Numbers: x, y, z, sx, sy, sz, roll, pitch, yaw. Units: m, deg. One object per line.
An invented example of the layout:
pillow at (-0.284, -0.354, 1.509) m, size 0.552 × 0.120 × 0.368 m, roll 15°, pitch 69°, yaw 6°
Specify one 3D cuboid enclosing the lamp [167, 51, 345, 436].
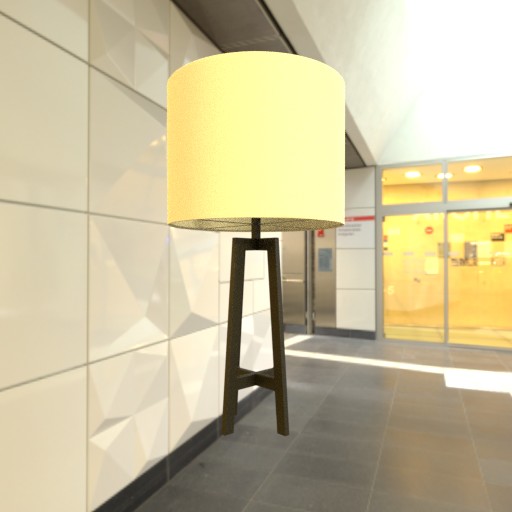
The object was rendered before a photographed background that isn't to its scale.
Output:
lamp at (0.000, 0.000, 0.650) m, size 0.257 × 0.489 × 0.257 m, roll 0°, pitch -1°, yaw 1°
